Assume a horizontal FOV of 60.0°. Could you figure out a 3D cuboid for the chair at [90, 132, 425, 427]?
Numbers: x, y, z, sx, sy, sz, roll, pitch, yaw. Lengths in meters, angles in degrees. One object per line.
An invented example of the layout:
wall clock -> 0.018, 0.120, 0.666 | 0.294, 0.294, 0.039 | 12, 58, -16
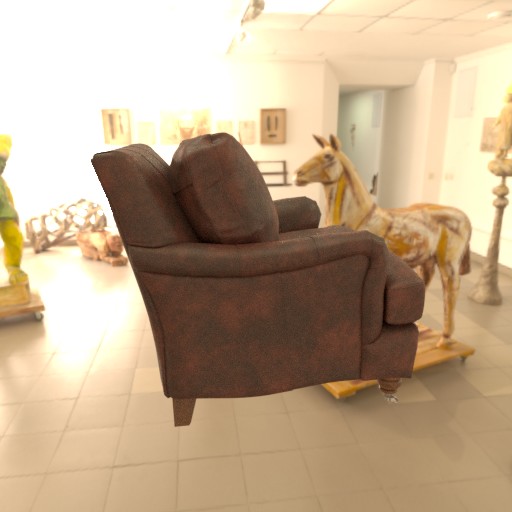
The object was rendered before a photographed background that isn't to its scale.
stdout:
chair -> 0.000, 0.000, 1.954 | 1.156, 1.051, 0.987 | -2, 16, -8
